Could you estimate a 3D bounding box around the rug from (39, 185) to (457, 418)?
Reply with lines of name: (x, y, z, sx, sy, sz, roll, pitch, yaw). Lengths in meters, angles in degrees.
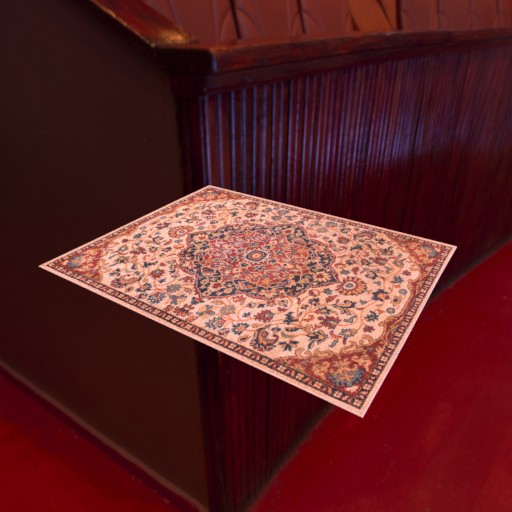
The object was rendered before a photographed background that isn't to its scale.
rug: (0.000, 0.000, 4.146, 3.067, 0.005, 2.454, 18, 34, 28)
